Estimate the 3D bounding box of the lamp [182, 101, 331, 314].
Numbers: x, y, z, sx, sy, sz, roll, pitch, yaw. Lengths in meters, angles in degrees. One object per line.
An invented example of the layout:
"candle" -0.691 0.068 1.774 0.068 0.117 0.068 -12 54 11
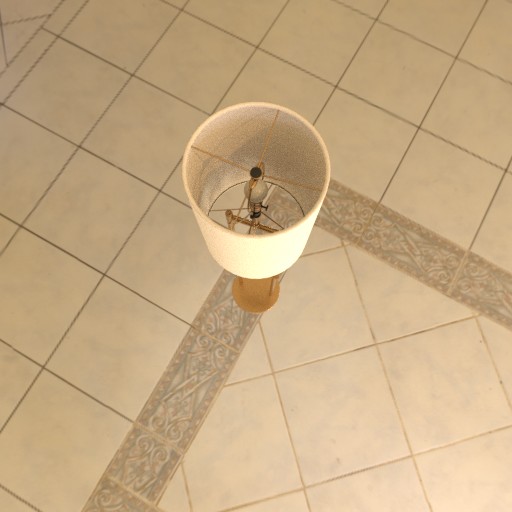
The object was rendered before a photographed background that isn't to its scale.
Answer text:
"lamp" 0.000 0.000 1.635 0.306 1.500 0.305 20 77 5
